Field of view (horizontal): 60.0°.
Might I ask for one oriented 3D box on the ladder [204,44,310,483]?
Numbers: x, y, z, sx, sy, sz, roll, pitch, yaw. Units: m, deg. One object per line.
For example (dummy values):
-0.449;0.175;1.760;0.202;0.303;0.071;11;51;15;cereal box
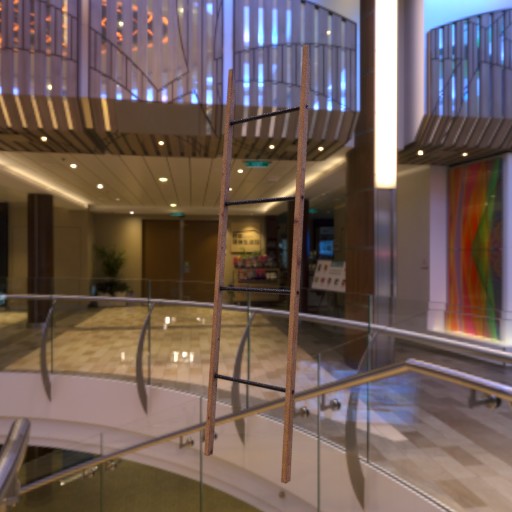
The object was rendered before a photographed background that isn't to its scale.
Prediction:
0.000;0.000;1.959;0.442;1.805;0.200;0;0;36;ladder
